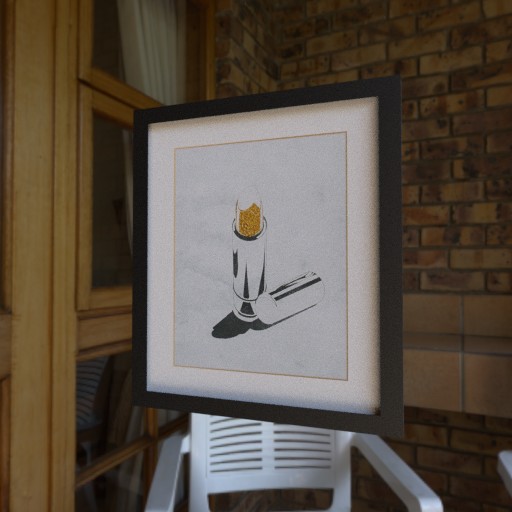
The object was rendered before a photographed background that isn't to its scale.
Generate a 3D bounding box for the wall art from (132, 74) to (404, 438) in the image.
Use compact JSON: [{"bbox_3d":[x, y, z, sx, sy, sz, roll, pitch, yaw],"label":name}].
[{"bbox_3d":[0.000,0.000,0.527,0.330,0.381,0.019,0,-1,19],"label":"wall art"}]
